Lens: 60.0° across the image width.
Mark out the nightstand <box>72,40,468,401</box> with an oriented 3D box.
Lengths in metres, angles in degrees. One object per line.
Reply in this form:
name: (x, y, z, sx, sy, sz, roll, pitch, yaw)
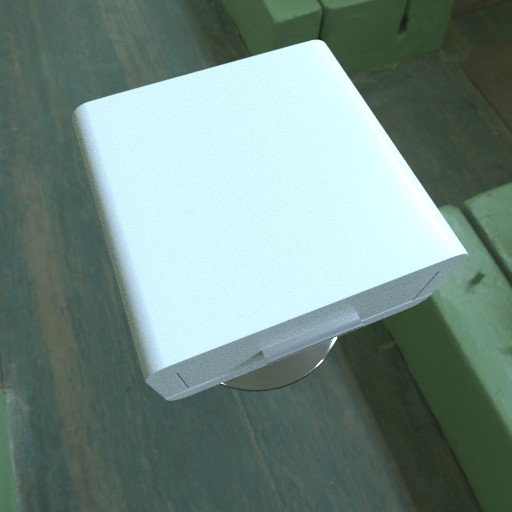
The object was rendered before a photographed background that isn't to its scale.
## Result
nightstand: (0.000, 0.000, 0.752, 0.399, 0.447, 0.404, -20, 65, -9)
